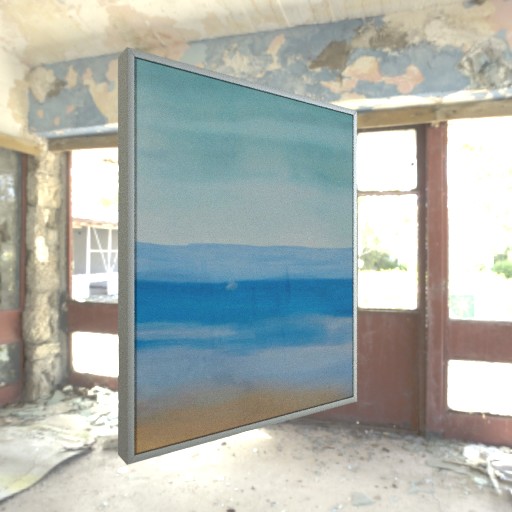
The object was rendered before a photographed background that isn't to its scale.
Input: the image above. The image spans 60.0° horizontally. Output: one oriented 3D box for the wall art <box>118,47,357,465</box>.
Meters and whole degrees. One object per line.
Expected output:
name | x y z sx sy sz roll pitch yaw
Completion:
wall art | 0.000 0.000 0.730 0.445 0.553 0.039 0 0 -35
